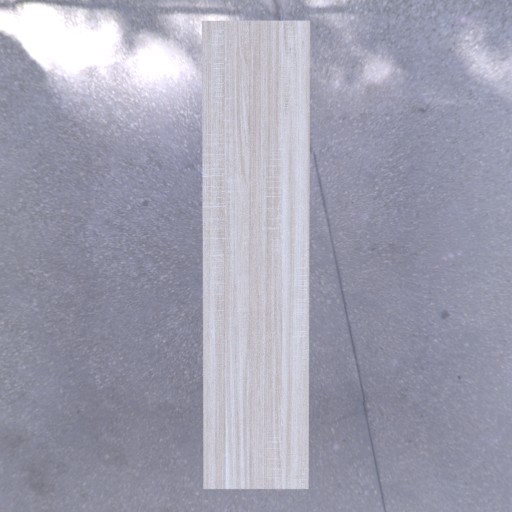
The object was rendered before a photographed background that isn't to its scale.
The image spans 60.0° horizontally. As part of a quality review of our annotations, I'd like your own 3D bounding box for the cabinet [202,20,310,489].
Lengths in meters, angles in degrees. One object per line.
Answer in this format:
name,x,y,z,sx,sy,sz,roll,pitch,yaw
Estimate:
cabinet,0.000,0.000,2.471,0.500,0.780,2.200,0,92,0
